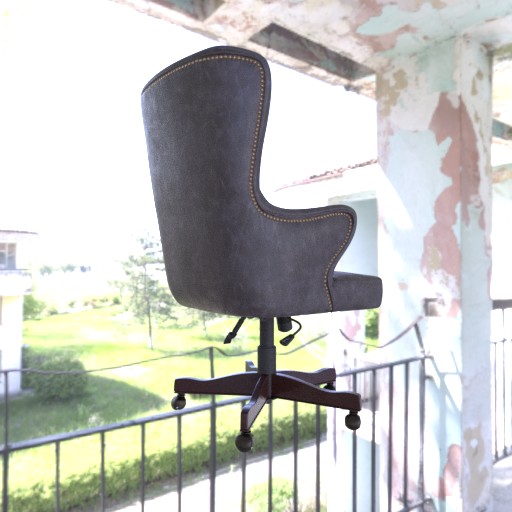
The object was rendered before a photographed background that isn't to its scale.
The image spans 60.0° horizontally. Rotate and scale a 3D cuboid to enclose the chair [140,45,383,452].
[{"bbox_3d":[0.000,0.000,1.444,0.717,1.037,0.594,0,0,-35],"label":"chair"}]
